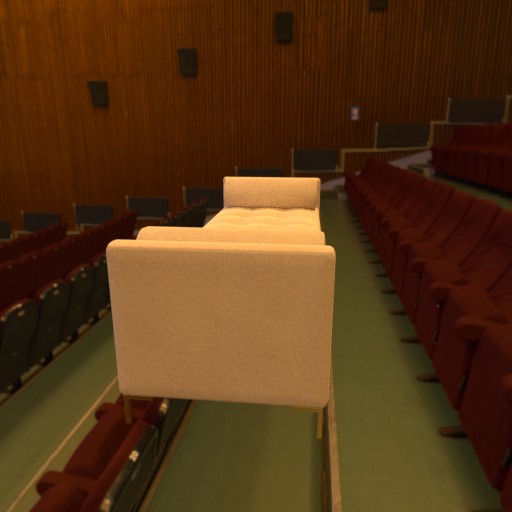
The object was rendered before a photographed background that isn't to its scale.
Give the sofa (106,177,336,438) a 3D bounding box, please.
[{"bbox_3d":[0.000,0.000,2.307,0.686,0.635,1.981,2,16,6],"label":"sofa"}]
